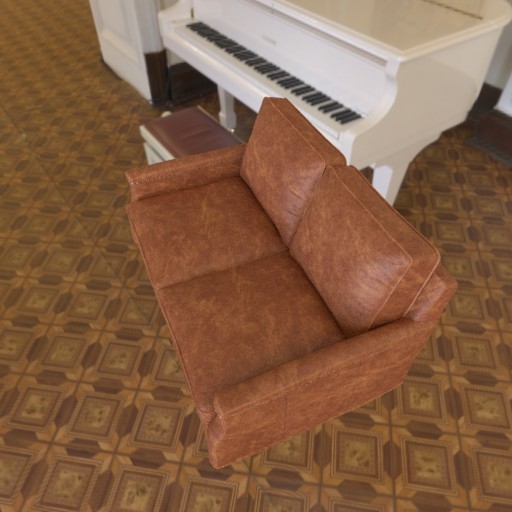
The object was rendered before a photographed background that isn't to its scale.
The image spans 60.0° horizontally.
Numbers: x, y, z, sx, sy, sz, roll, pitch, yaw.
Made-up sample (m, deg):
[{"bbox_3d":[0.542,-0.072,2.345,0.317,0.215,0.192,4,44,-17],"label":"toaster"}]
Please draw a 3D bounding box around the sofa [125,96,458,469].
[{"bbox_3d":[0.000,0.000,2.286,1.084,1.003,1.597,-18,50,-16],"label":"sofa"}]
